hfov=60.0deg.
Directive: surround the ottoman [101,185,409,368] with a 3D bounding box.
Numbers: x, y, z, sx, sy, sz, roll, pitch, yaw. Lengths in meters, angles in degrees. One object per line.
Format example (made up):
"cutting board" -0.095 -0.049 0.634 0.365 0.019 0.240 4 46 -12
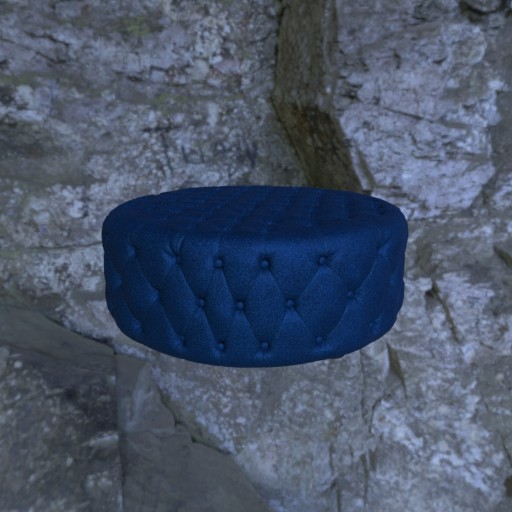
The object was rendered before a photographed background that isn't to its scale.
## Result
"ottoman" 0.000 0.000 1.544 0.998 0.398 0.998 0 16 0
